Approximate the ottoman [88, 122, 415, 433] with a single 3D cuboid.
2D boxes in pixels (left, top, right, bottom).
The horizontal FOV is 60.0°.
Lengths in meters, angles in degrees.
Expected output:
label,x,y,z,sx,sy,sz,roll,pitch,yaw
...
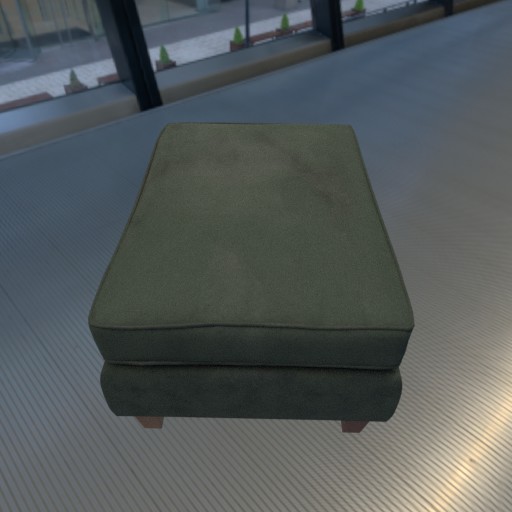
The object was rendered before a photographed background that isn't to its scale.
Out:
label,x,y,z,sx,sy,sz,roll,pitch,yaw
ottoman,0.000,0.000,1.237,0.632,0.495,0.864,1,41,1
